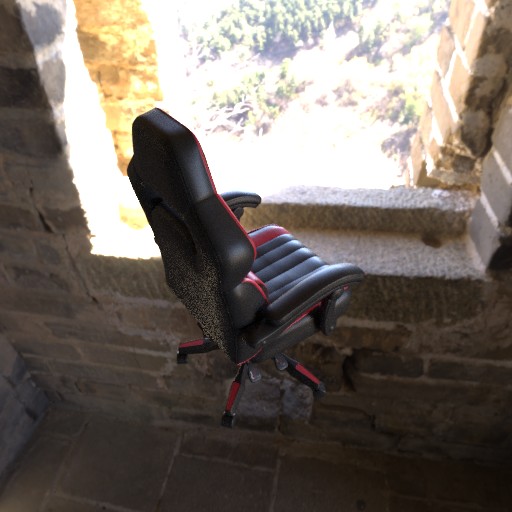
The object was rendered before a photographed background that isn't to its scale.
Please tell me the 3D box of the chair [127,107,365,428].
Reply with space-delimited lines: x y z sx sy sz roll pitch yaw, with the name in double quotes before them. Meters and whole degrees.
"chair" 0.000 0.000 1.661 0.700 1.220 0.700 -26 47 -27
